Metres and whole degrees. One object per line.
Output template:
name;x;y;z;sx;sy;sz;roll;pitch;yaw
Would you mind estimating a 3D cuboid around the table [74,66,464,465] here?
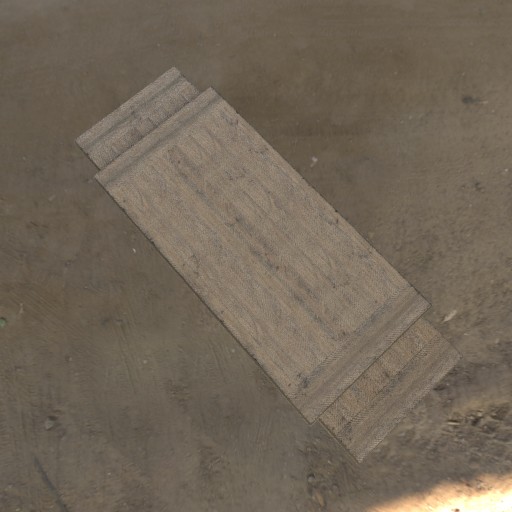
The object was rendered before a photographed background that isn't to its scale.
table;0.000;0.000;1.521;0.489;0.427;1.312;-41;79;-10
